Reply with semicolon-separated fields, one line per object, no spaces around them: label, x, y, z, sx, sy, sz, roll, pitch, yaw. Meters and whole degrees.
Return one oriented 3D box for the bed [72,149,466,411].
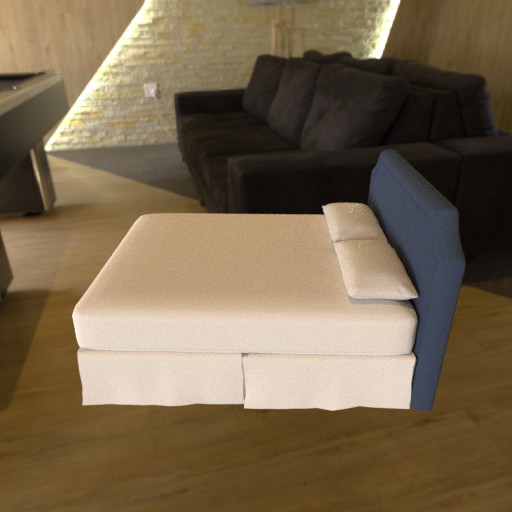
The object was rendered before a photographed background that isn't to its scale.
bed;0.000;0.000;3.317;2.260;1.297;1.831;1;27;1
